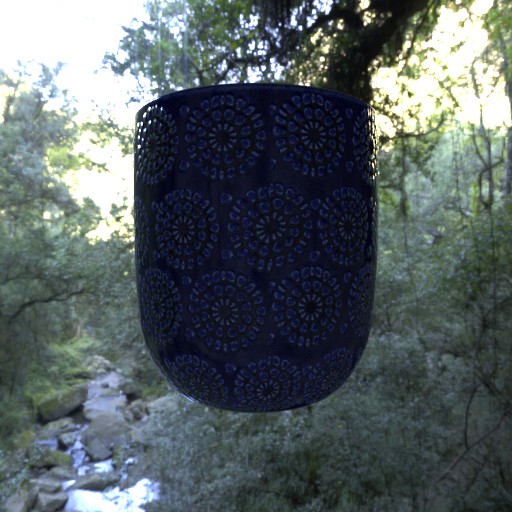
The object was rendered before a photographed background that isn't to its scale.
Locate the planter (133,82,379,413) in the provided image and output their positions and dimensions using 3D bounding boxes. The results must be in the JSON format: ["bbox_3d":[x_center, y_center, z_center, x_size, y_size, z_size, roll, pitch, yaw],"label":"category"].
[{"bbox_3d":[0.000,0.000,0.346,0.184,0.206,0.184,0,2,0],"label":"planter"}]
